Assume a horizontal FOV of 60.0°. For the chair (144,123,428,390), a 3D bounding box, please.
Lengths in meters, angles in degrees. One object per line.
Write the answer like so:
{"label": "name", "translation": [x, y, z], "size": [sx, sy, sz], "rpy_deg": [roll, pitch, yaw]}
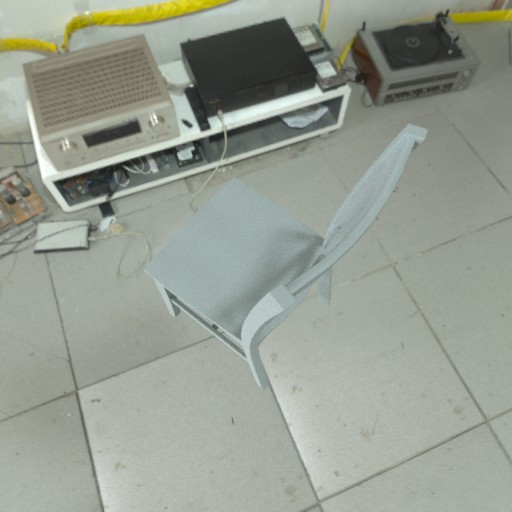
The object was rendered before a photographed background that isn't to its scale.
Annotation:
{"label": "chair", "translation": [0.000, 0.000, 1.308], "size": [0.542, 0.983, 0.485], "rpy_deg": [35, 69, 16]}
